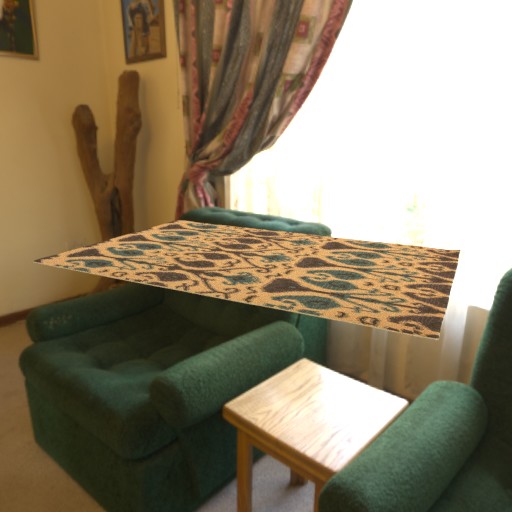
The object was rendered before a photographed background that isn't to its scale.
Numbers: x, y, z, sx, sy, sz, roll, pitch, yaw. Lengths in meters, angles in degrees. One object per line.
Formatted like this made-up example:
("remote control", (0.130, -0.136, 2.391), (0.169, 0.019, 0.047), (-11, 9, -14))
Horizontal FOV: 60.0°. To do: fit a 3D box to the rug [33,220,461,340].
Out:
("rug", (0.000, 0.000, 2.069), (1.698, 0.013, 1.072), (8, 17, 26))
